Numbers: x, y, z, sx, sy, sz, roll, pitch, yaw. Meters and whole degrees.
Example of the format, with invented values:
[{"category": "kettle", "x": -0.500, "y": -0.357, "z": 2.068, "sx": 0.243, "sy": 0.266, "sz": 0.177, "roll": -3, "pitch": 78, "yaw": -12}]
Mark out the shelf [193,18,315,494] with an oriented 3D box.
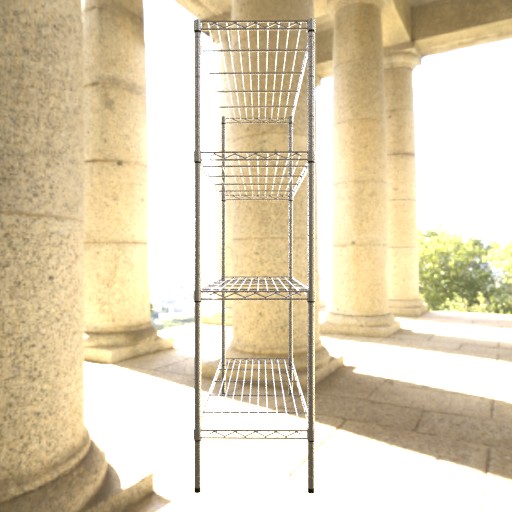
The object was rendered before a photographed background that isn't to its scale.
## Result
[{"category": "shelf", "x": 0.000, "y": 0.000, "z": 1.719, "sx": 0.352, "sy": 1.360, "sz": 0.907, "roll": 0, "pitch": 0, "yaw": 1}]
